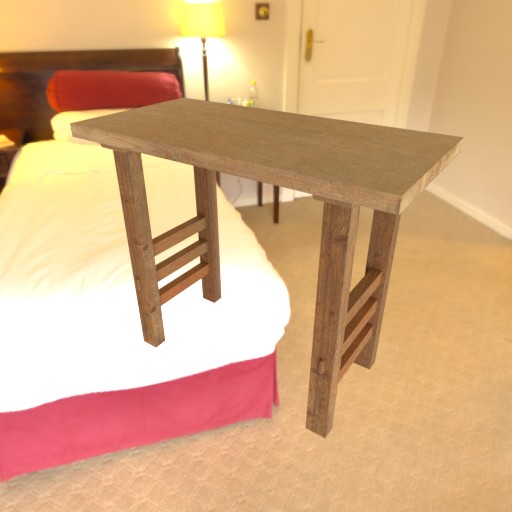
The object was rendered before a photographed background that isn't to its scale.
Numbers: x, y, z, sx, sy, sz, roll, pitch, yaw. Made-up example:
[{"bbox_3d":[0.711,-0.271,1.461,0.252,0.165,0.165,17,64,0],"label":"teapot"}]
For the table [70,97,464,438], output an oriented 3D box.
[{"bbox_3d":[0.000,0.000,1.620,1.119,0.914,0.556,19,35,29],"label":"table"}]
